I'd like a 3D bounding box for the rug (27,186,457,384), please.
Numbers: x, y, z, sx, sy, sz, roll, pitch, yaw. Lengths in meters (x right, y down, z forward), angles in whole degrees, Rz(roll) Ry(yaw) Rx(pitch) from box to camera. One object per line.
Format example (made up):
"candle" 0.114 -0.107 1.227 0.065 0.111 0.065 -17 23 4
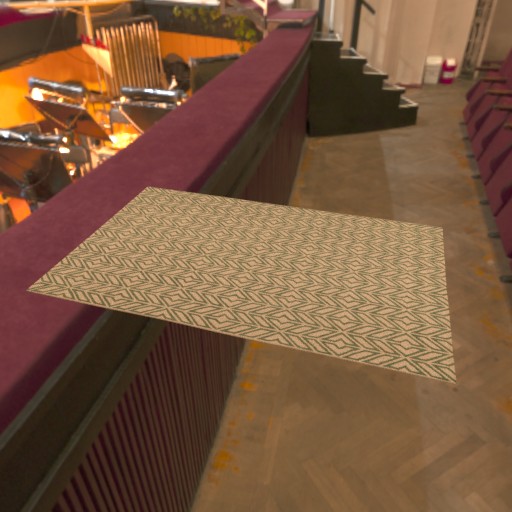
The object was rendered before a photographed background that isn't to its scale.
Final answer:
"rug" 0.000 0.000 2.980 2.435 0.011 1.517 10 35 14
